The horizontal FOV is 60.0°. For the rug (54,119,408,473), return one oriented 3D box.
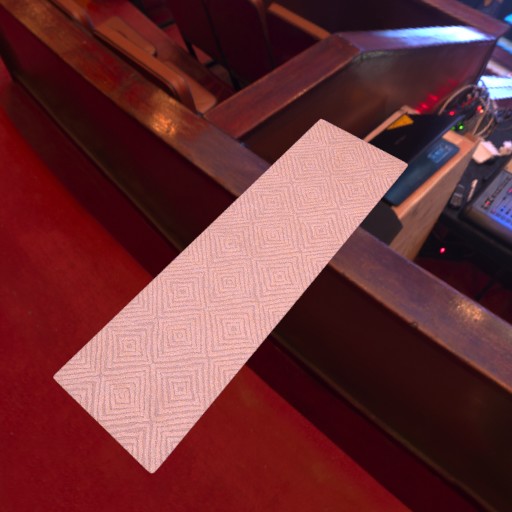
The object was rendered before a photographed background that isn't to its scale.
[{"bbox_3d":[0.000,0.000,2.474,0.676,0.008,2.277,34,65,19],"label":"rug"}]
